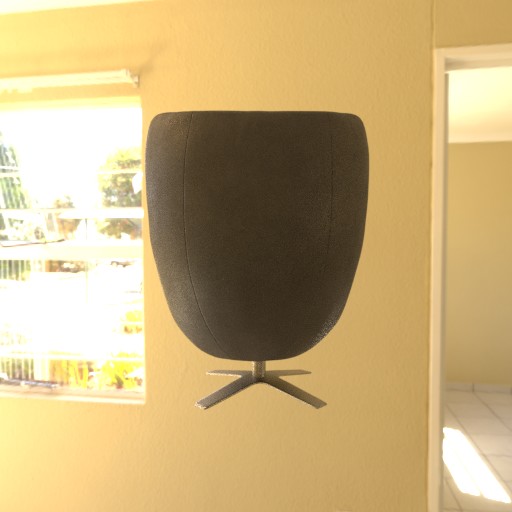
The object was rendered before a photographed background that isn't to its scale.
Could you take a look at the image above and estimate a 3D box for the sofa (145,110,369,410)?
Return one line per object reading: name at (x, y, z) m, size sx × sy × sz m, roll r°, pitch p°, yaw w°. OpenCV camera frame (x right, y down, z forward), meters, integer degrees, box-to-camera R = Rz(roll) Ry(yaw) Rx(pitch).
sofa at (0.000, 0.000, 2.144) m, size 0.894 × 1.135 × 1.444 m, roll 0°, pitch 1°, yaw -1°
